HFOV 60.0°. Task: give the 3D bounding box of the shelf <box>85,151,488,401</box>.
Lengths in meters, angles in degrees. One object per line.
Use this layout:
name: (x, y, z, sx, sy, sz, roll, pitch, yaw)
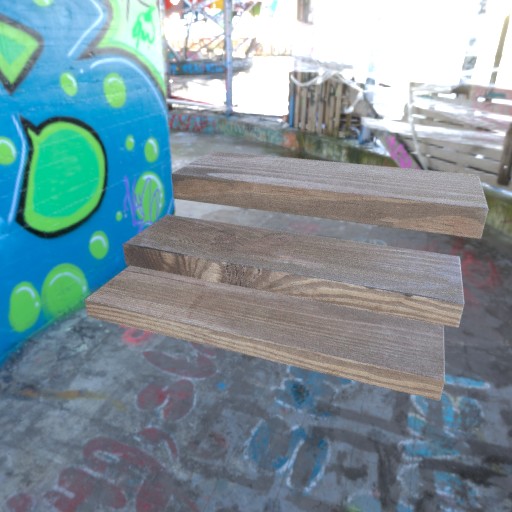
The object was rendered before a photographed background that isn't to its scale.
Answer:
shelf: (0.000, 0.000, 0.717, 0.610, 0.293, 0.140, 9, 28, 18)
